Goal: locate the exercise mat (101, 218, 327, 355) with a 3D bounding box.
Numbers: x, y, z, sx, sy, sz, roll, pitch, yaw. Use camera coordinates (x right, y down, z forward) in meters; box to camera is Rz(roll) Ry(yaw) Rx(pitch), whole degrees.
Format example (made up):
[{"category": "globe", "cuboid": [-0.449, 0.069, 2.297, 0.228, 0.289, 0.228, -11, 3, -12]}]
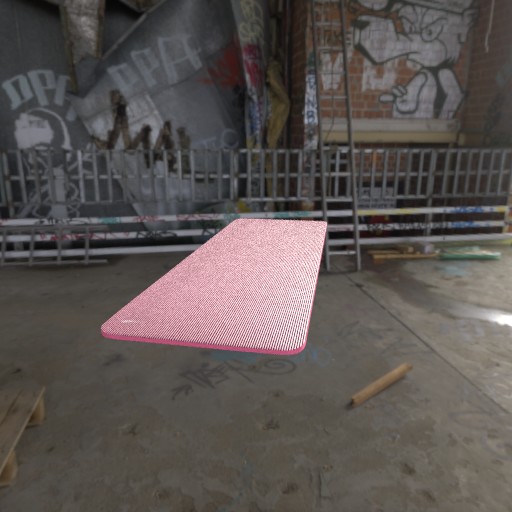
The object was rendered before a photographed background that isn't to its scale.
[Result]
[{"category": "exercise mat", "cuboid": [0.000, 0.000, 2.128, 0.616, 0.021, 1.884, 3, 16, 10]}]
